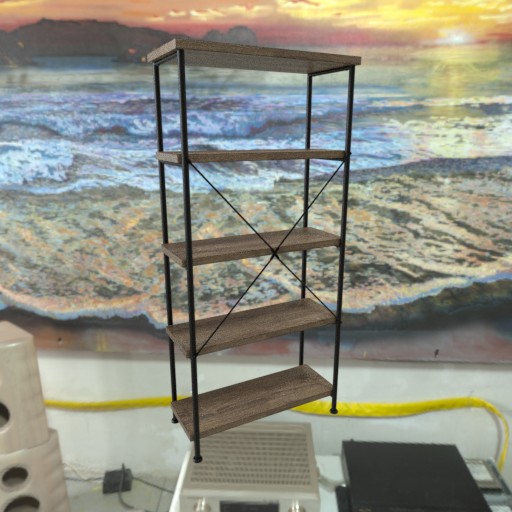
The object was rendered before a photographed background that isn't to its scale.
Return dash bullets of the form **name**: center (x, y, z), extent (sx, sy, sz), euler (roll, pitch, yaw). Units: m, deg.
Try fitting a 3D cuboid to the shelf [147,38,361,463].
- **shelf**: center (0.000, 0.000, 2.038), extent (0.800, 1.700, 0.360), euler (-8, 17, -27)
